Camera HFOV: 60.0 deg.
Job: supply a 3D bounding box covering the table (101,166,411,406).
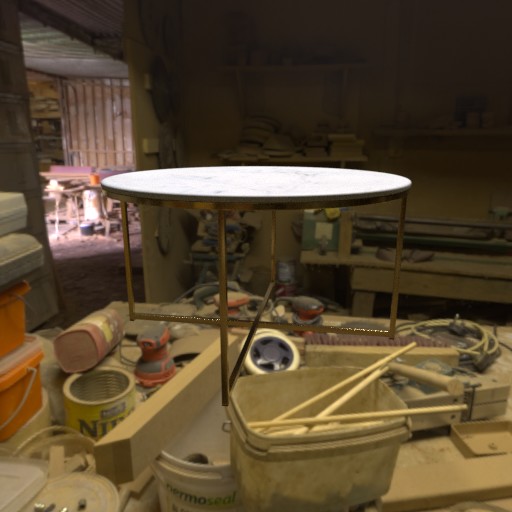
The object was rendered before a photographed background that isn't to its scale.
[{"bbox_3d":[0.000,0.000,1.261,0.800,0.450,0.800,0,15,0],"label":"table"}]
